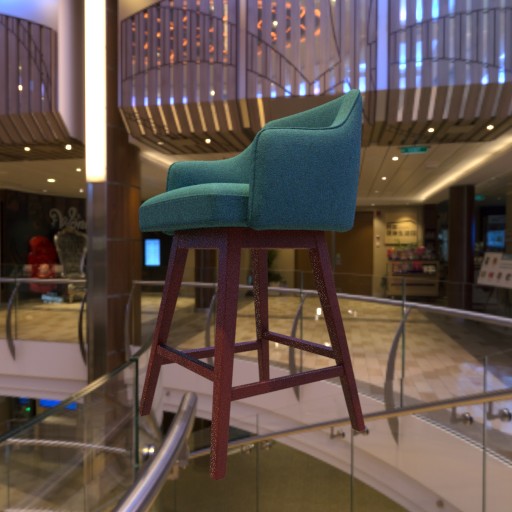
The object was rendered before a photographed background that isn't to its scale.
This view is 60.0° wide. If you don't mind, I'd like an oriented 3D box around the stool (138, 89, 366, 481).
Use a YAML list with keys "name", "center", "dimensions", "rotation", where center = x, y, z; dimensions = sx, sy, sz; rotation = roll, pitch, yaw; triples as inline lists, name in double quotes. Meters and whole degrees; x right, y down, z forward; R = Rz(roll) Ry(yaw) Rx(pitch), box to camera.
- name: "stool"
  center: [0.000, 0.000, 1.295]
  dimensions: [0.556, 0.961, 0.548]
  rotation: [-1, 1, -35]
